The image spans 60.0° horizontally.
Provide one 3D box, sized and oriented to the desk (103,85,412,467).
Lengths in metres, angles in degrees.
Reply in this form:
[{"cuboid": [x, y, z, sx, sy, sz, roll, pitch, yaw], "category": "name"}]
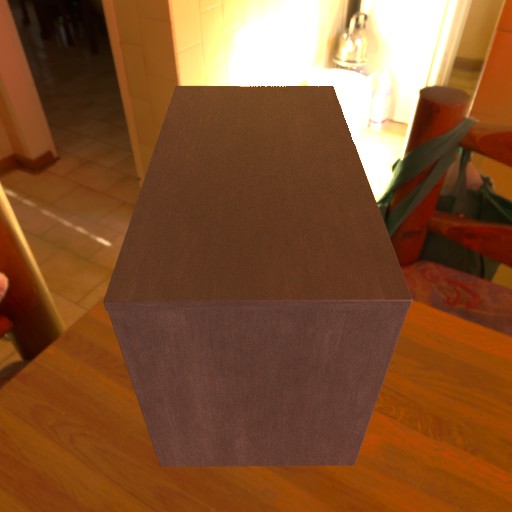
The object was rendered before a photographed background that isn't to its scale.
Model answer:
[{"cuboid": [0.000, 0.000, 1.517, 0.600, 0.750, 1.100, 0, 42, 0], "category": "desk"}]
